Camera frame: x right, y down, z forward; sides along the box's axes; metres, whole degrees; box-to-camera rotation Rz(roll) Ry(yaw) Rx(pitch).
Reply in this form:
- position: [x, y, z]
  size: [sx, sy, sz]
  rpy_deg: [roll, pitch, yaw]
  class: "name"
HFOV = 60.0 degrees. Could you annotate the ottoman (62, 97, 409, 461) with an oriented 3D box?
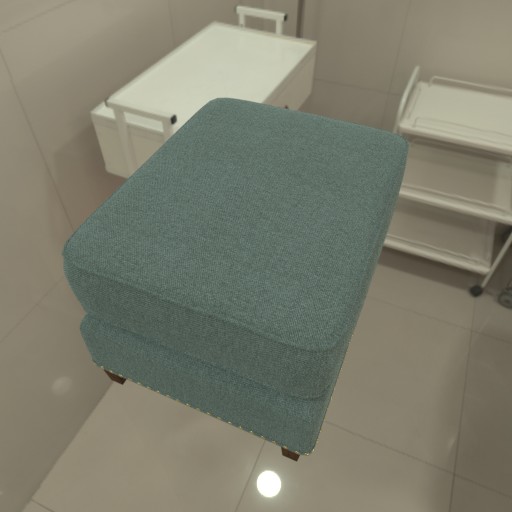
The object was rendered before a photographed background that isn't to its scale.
- position: [0.000, 0.000, 1.140]
  size: [0.589, 0.537, 0.738]
  rpy_deg: [18, 49, 16]
  class: "ottoman"
